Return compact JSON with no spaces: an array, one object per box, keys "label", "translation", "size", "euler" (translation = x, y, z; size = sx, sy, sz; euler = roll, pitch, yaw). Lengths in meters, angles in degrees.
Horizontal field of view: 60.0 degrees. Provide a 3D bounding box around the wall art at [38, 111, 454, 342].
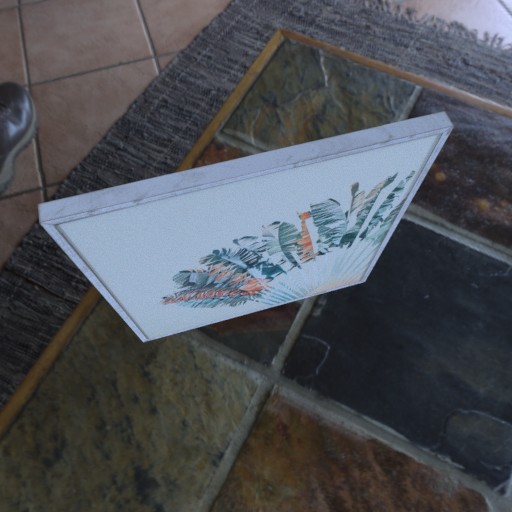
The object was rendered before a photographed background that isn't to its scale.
[{"label":"wall art","translation":[0.000,0.000,1.131],"size":[0.760,0.757,0.038],"euler":[-14,65,-7]}]
